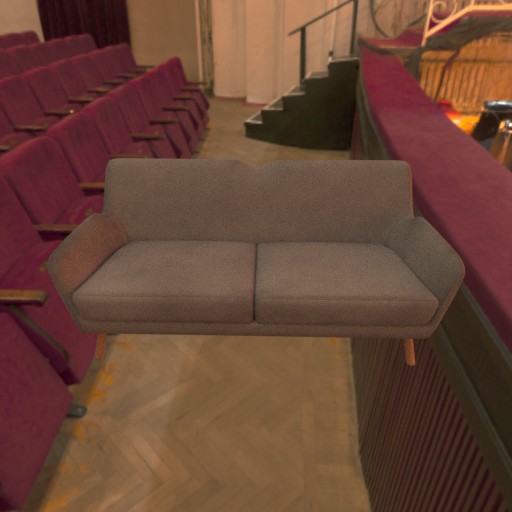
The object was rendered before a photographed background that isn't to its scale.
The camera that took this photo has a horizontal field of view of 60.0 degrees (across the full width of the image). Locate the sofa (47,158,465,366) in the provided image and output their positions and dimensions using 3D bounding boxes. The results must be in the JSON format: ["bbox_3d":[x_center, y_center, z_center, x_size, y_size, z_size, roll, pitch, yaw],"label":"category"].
[{"bbox_3d":[0.000,0.000,2.341,1.870,0.810,0.850,1,30,1],"label":"sofa"}]
